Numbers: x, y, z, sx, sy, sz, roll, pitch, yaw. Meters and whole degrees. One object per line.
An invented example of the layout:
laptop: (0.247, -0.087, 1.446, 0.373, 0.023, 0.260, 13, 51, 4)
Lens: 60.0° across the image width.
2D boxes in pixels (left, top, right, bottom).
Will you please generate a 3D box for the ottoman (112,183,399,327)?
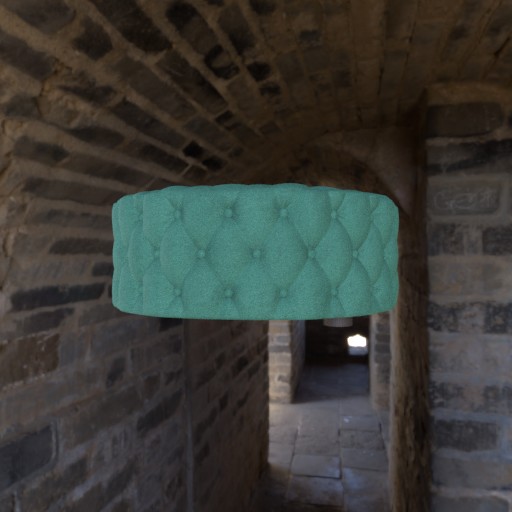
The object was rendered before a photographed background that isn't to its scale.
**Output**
ottoman: (0.000, 0.000, 1.604, 0.998, 0.399, 0.998, 0, 0, 0)
